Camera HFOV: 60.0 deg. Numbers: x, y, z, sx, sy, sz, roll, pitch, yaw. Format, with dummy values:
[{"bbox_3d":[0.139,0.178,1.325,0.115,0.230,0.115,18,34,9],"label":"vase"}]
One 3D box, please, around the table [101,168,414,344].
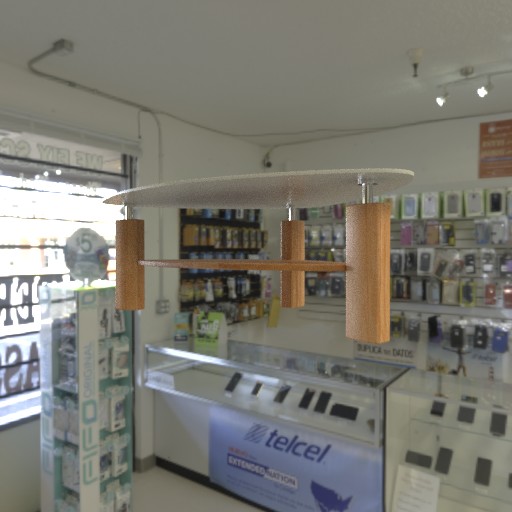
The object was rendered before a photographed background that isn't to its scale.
[{"bbox_3d":[0.000,0.000,1.632,1.250,0.440,0.850,1,1,37],"label":"table"}]
